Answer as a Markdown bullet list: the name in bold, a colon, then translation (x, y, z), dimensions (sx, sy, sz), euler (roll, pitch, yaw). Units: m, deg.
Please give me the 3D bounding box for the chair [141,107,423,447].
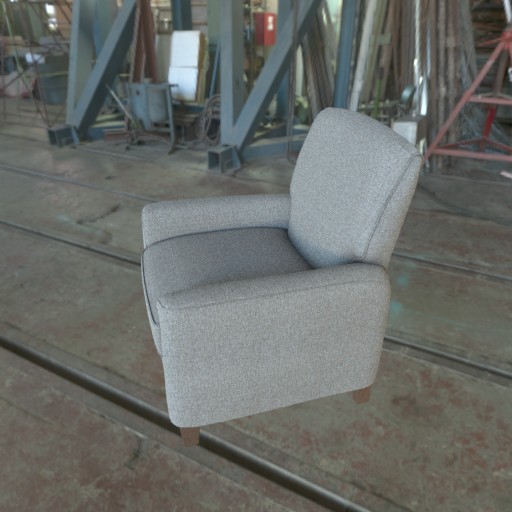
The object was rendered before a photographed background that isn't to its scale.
- **chair**: translation (0.000, 0.000, 1.707), dimensions (0.864, 1.014, 0.848), euler (-8, 30, -15)
